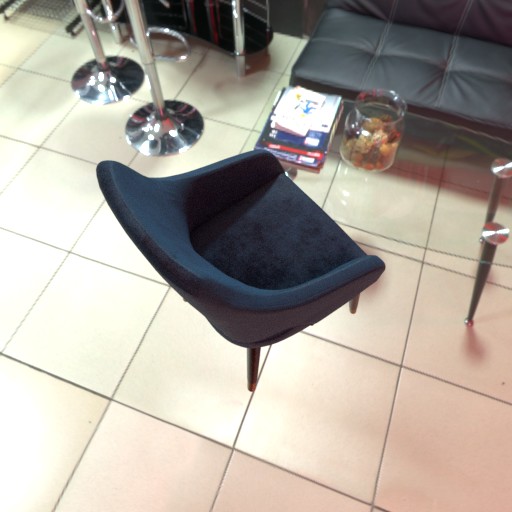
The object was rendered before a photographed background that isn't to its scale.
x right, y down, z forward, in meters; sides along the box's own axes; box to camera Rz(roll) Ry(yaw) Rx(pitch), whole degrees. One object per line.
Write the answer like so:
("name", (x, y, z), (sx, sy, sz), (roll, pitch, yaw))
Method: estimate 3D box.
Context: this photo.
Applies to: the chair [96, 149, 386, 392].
("chair", (0.000, 0.000, 1.642), (0.794, 1.081, 0.683), (-33, 64, -18))
